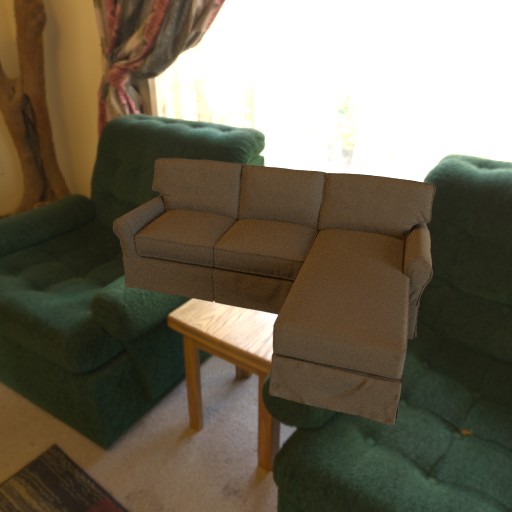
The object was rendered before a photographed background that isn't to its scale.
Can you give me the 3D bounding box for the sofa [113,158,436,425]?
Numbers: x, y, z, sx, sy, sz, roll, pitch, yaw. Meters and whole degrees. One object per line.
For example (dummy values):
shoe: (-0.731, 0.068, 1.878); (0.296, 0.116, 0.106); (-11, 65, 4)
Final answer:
sofa: (0.000, 0.000, 3.313); (2.475, 0.978, 1.733); (9, 29, 16)
